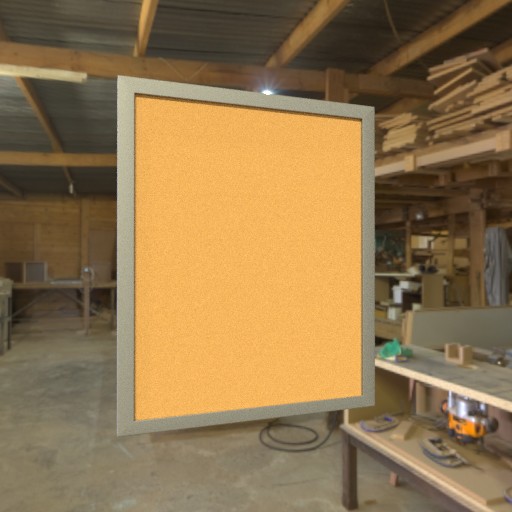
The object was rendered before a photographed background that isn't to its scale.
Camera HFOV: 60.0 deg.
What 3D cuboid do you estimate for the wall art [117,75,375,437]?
[{"bbox_3d":[0.000,0.000,0.767,0.458,0.558,0.029,0,0,-18],"label":"wall art"}]
